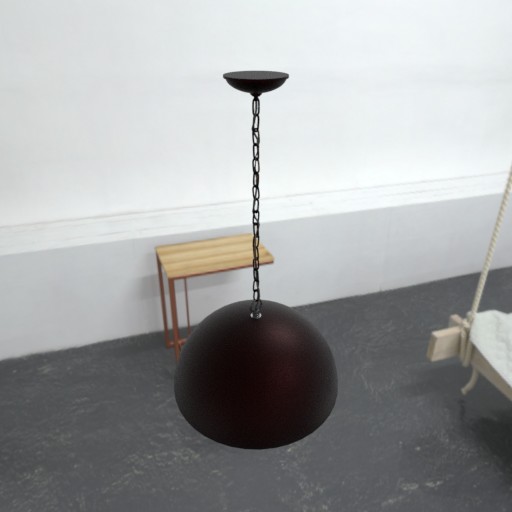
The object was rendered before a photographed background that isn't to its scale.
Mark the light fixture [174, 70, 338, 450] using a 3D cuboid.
[{"bbox_3d":[0.000,0.000,1.140,0.492,0.869,0.492,-21,35,-33],"label":"light fixture"}]
